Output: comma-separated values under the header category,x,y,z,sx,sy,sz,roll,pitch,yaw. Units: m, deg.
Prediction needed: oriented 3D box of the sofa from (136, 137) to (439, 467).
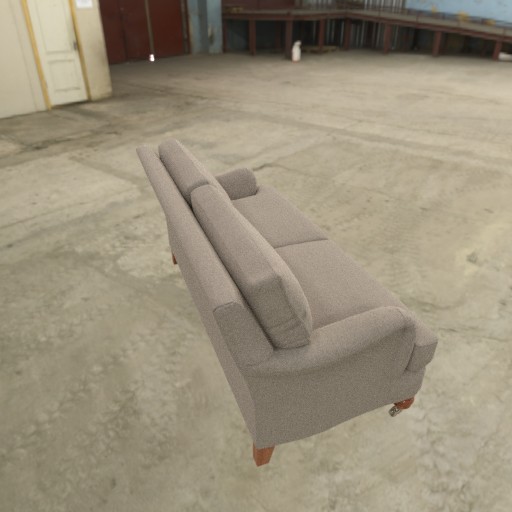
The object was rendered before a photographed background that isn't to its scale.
category,x,y,z,sx,sy,sz,roll,pitch,yaw
sofa,0.000,0.000,2.747,1.087,1.054,2.160,-11,32,-18
